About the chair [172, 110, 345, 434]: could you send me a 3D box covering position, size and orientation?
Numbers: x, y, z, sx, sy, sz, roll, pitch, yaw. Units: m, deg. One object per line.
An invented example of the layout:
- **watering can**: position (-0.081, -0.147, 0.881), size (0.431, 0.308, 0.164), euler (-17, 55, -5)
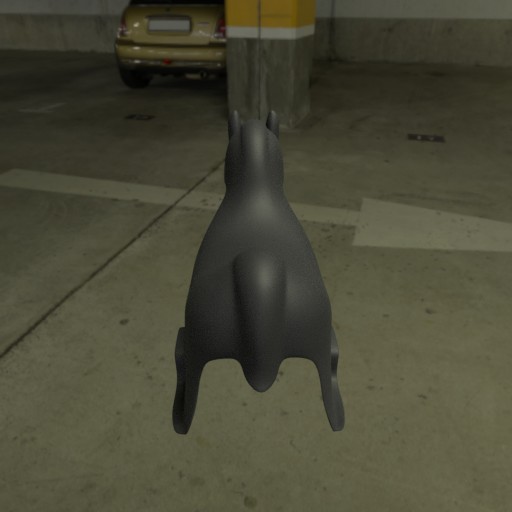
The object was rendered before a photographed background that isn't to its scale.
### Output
- **chair**: position (0.000, 0.000, 1.134), size (0.429, 0.612, 0.800), euler (-1, 30, -1)
